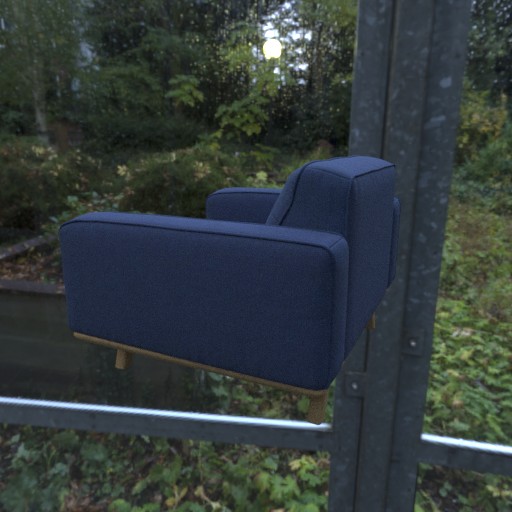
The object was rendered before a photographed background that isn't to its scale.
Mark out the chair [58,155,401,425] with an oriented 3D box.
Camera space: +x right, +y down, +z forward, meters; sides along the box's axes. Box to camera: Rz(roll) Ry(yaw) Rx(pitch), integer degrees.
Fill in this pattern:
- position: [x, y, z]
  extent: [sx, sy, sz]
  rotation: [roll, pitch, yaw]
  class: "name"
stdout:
- position: [0.000, 0.000, 1.776]
  extent: [0.953, 0.783, 1.118]
  rotation: [7, 16, 25]
  class: "chair"
